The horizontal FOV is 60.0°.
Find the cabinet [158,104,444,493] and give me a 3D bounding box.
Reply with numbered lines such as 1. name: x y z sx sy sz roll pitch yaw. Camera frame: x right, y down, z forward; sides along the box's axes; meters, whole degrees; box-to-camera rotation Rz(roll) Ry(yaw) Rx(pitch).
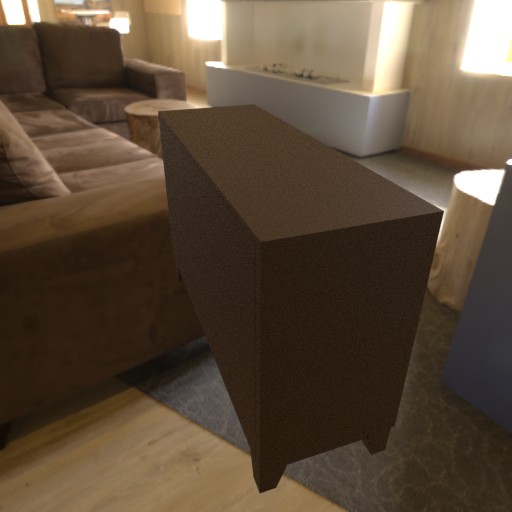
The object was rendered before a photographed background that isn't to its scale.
1. cabinet: 0.000 0.000 1.817 0.482 0.914 1.396 -10 31 -17
